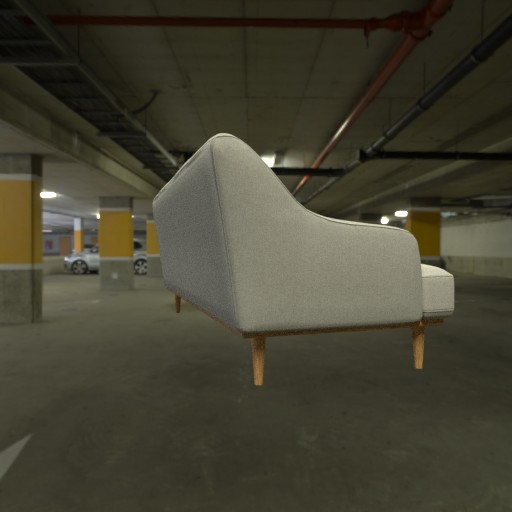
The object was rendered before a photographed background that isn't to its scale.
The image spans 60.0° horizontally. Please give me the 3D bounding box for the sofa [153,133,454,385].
[{"bbox_3d":[0.000,0.000,2.528,0.978,0.871,2.057,0,1,-19],"label":"sofa"}]
